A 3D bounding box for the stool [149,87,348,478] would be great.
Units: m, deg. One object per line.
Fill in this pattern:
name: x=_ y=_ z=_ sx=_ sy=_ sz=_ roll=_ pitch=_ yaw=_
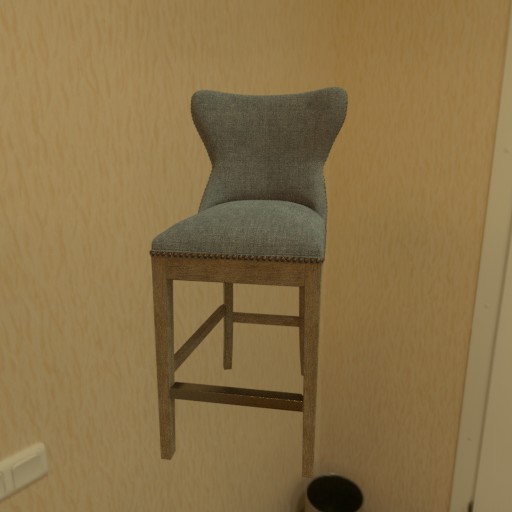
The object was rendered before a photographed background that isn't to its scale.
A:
stool: x=0.000 y=0.000 z=1.310 sx=0.498 sy=0.981 sz=0.608 roll=2 pitch=14 yaw=10
